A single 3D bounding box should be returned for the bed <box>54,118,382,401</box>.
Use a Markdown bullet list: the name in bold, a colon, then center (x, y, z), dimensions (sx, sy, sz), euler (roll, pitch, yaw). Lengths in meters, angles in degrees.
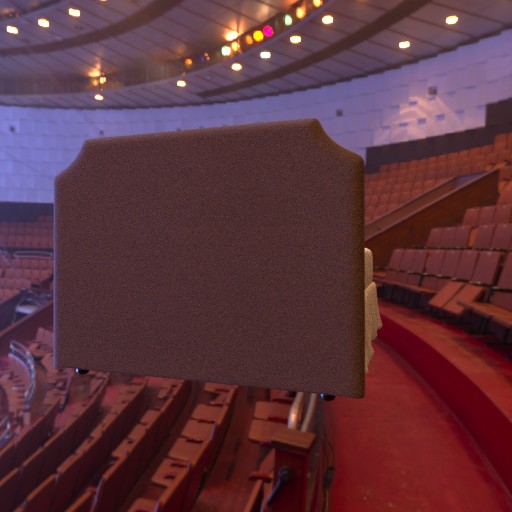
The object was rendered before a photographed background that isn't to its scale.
- **bed**: center (0.000, 0.000, 3.186), dimensions (1.693, 1.290, 2.116), euler (0, 1, 18)
